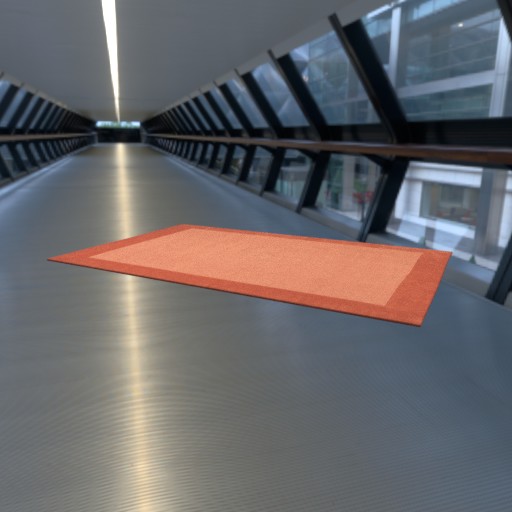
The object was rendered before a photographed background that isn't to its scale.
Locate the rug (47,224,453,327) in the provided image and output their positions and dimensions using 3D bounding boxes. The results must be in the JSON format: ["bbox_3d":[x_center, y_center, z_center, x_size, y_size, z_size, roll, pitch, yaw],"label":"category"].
[{"bbox_3d":[0.000,0.000,3.134,2.438,0.014,1.524,7,16,27],"label":"rug"}]
